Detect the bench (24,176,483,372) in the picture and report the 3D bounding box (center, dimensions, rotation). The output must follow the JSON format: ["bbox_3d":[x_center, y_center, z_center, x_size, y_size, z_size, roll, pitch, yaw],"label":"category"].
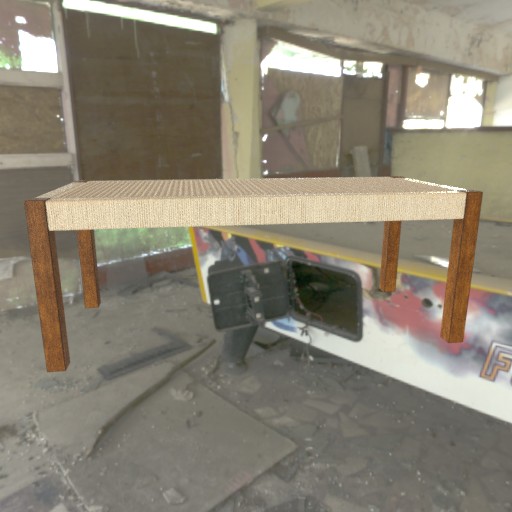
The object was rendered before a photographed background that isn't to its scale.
[{"bbox_3d":[0.000,0.000,1.444,1.198,0.457,0.507,-2,15,-8],"label":"bench"}]
